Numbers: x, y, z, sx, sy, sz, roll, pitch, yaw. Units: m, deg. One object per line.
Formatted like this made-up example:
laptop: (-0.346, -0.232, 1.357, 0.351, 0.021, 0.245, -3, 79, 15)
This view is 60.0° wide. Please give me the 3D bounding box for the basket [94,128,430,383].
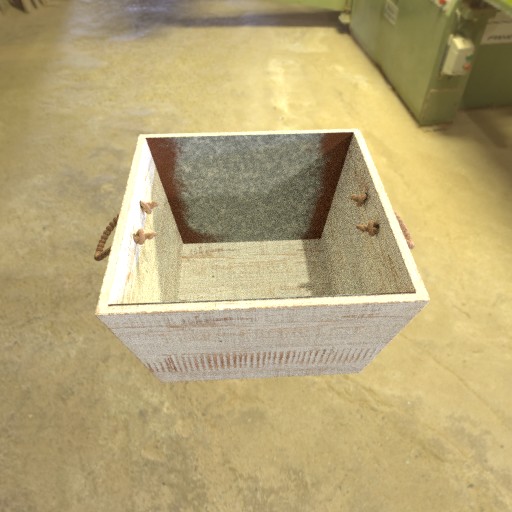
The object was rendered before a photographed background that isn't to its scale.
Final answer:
basket: (0.000, 0.000, 0.775, 0.545, 0.247, 0.413, -2, 46, -2)
